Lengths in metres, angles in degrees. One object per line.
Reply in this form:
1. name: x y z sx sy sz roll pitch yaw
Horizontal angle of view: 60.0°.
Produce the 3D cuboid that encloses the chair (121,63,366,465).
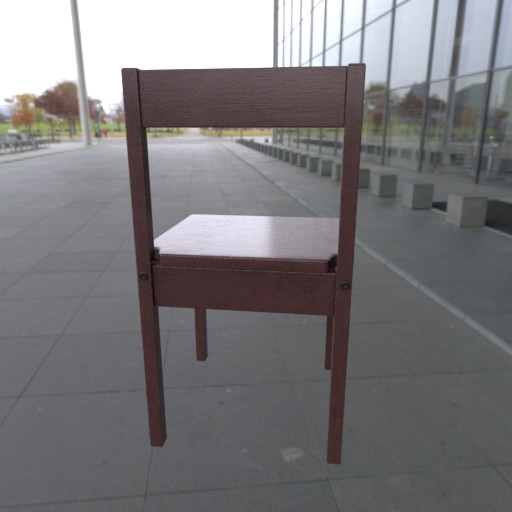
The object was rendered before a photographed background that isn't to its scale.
1. chair: 0.000 0.000 0.894 0.367 0.668 0.361 2 16 8
